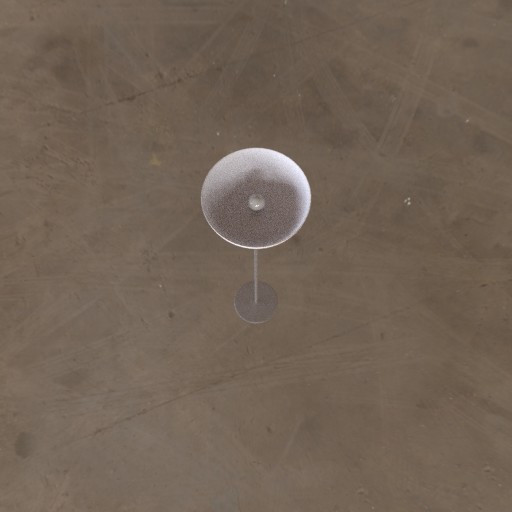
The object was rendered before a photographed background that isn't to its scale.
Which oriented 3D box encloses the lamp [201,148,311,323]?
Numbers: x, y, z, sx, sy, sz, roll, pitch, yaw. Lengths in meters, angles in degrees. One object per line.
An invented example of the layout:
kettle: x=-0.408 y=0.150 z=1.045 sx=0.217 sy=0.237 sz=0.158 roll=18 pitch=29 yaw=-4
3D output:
lamp: x=0.000 y=0.000 z=1.990 sx=0.279 sy=1.804 sz=0.425 roll=0 pitch=76 yaw=0
